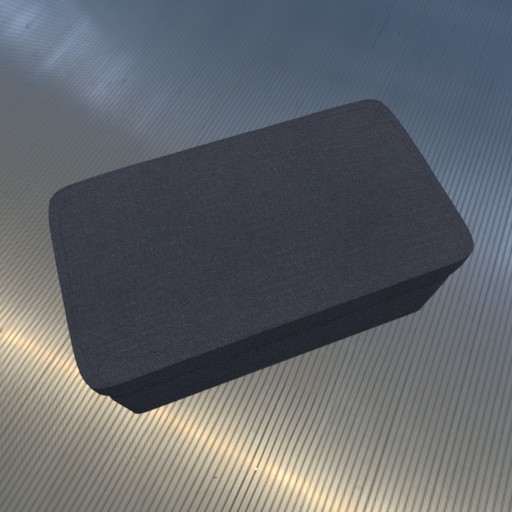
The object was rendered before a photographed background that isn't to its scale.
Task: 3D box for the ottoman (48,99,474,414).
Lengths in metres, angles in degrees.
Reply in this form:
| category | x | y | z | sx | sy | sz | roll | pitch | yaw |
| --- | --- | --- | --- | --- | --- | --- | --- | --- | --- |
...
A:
| category | x | y | z | sx | sy | sz | roll | pitch | yaw |
| --- | --- | --- | --- | --- | --- | --- | --- | --- | --- |
| ottoman | 0.000 | 0.000 | 1.171 | 0.895 | 0.453 | 0.505 | -18 | 66 | -9 |
